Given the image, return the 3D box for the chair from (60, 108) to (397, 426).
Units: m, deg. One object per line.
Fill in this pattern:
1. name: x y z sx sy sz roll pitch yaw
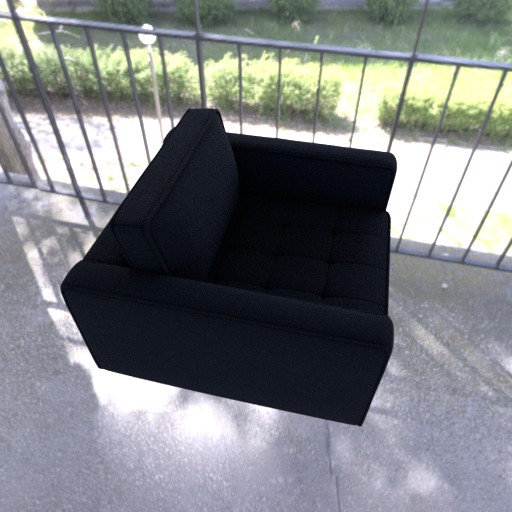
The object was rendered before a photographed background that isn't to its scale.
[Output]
1. chair: 0.000 0.000 1.576 0.920 0.770 0.899 9 47 9
